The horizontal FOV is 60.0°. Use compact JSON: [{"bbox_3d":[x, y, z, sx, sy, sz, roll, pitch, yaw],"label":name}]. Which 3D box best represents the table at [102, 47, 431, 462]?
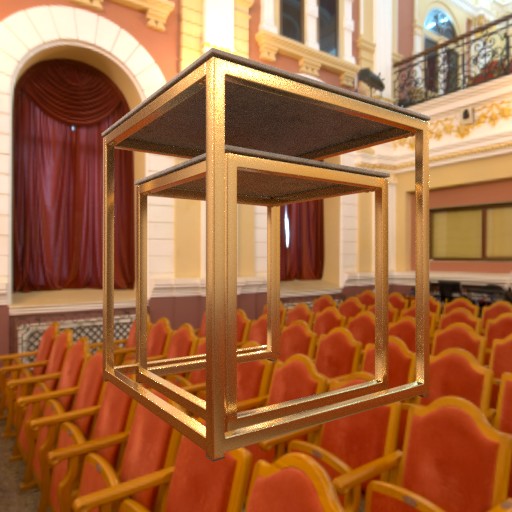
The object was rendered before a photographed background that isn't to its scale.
[{"bbox_3d":[0.000,0.000,0.846,0.450,0.500,0.450,0,-1,-35],"label":"table"}]
